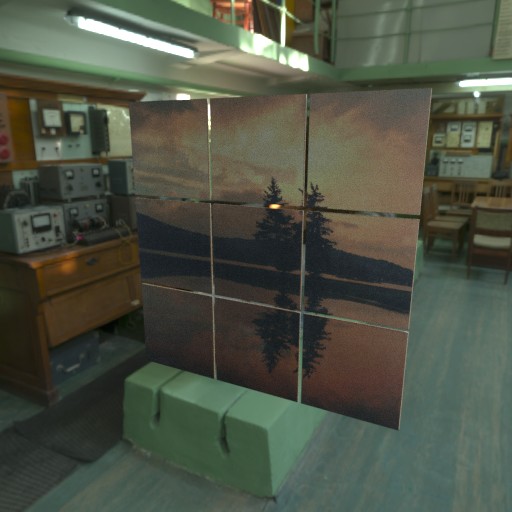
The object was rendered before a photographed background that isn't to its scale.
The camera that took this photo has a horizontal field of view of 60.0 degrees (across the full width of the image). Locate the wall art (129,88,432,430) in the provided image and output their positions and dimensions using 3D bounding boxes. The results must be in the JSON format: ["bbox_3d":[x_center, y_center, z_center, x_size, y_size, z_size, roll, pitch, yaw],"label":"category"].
[{"bbox_3d":[0.000,0.000,1.791,1.216,1.218,0.013,7,17,26],"label":"wall art"}]
